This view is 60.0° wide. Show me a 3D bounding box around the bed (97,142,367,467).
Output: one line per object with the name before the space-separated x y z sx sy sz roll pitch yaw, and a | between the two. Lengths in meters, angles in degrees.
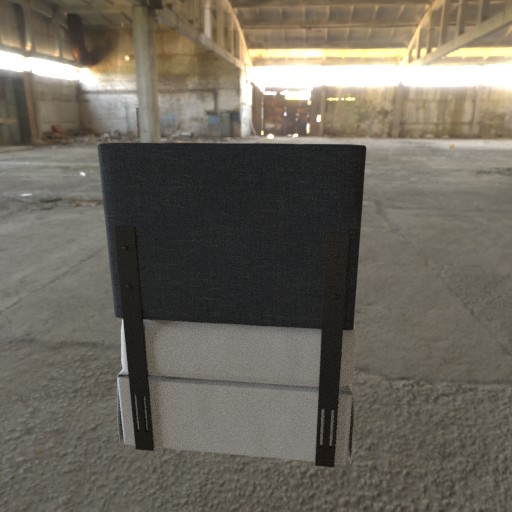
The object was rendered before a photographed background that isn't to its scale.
bed | 0.000 0.000 2.981 1.261 1.571 1.997 2 17 7
